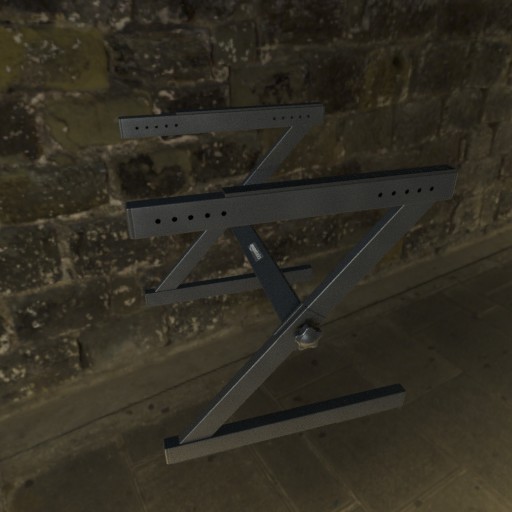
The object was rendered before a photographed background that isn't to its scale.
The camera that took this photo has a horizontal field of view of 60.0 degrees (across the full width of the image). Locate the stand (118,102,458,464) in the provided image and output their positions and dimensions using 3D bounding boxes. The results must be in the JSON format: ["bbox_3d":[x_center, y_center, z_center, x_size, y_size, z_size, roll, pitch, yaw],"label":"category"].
[{"bbox_3d":[0.000,0.000,1.139,0.586,0.617,0.700,-8,31,-14],"label":"stand"}]
